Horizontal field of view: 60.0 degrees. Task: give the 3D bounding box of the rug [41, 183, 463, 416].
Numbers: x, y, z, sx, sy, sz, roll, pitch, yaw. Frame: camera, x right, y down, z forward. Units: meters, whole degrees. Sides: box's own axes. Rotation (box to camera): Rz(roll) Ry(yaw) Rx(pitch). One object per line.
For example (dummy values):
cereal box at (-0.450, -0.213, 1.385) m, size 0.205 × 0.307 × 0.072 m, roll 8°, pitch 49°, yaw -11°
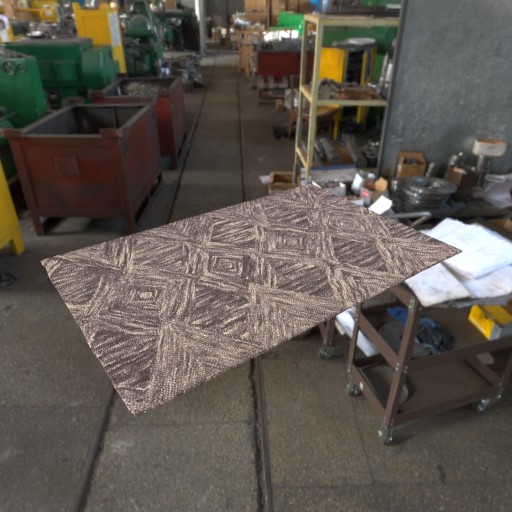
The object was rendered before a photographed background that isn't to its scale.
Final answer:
rug at (0.000, 0.000, 2.264) m, size 1.814 × 0.012 × 1.186 m, roll -20°, pitch 36°, yaw -30°
